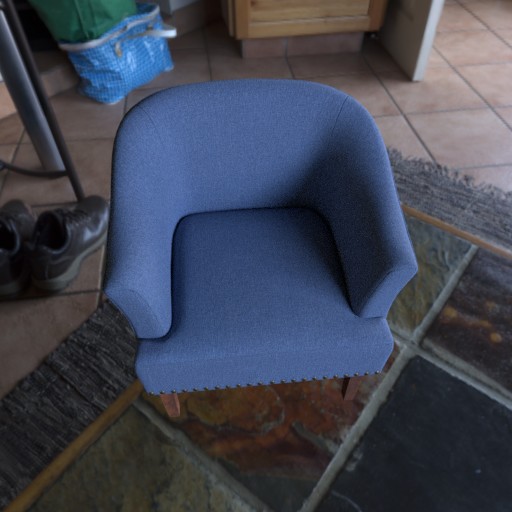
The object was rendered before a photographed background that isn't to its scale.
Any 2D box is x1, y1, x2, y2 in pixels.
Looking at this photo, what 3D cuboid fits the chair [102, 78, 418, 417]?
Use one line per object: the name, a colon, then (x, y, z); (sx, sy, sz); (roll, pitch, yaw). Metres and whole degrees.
chair: (0.000, 0.000, 1.387); (0.798, 0.815, 0.704); (-4, 48, -4)
